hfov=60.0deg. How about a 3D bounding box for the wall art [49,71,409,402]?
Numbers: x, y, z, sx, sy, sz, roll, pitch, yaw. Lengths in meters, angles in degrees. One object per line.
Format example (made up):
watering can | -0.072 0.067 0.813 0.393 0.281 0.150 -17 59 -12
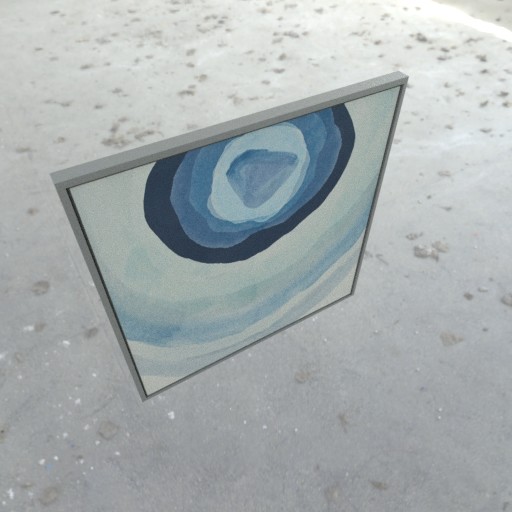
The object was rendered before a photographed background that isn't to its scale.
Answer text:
wall art | 0.000 0.000 1.189 0.809 0.807 0.038 -23 50 -21
